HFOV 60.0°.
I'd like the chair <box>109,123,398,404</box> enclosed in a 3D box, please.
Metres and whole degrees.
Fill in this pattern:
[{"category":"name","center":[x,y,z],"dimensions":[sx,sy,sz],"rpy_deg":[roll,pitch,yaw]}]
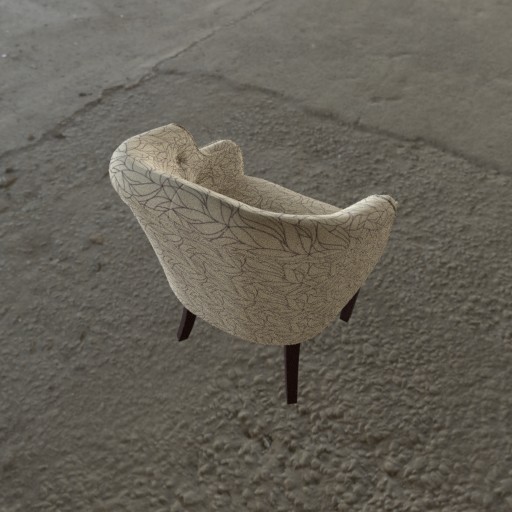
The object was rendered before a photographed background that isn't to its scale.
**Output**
[{"category":"chair","center":[0.000,0.000,1.312],"dimensions":[0.686,0.858,0.613],"rpy_deg":[24,51,21]}]
